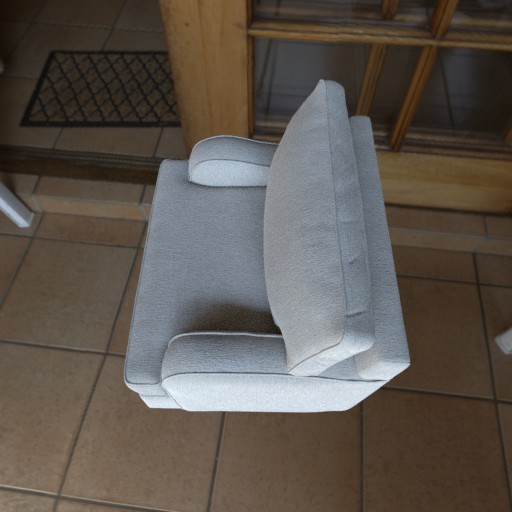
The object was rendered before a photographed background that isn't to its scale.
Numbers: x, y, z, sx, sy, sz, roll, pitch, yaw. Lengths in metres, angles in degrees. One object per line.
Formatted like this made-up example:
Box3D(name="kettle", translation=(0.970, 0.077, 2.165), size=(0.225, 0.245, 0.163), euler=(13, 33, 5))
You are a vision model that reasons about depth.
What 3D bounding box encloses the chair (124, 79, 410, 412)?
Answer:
Box3D(name="chair", translation=(0.000, 0.000, 2.009), size=(1.041, 1.016, 1.220), euler=(1, 59, 1))
